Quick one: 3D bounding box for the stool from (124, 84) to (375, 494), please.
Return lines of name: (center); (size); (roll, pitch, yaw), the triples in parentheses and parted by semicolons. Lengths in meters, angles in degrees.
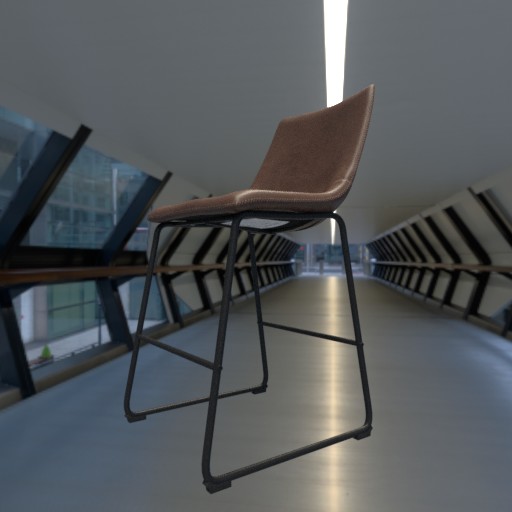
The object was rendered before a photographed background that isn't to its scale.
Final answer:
stool: (0.000, 0.000, 1.158); (0.550, 0.890, 0.460); (0, 0, -36)
